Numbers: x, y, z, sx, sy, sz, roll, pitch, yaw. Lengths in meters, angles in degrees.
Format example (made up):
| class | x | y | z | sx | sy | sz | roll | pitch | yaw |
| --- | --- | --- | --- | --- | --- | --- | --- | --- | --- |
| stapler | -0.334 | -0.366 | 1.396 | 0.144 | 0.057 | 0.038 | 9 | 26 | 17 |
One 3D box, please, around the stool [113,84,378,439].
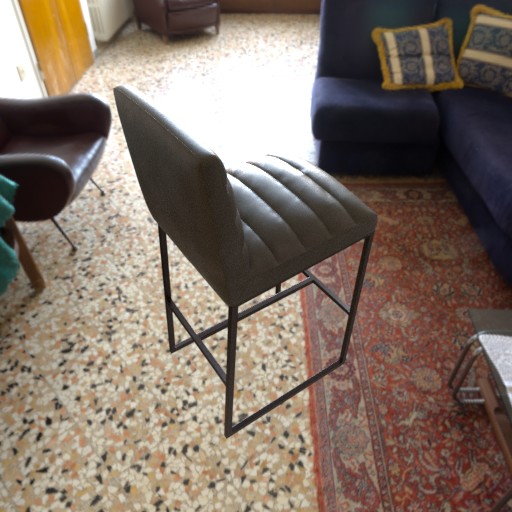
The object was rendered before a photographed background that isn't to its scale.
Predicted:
| class | x | y | z | sx | sy | sz | roll | pitch | yaw |
| --- | --- | --- | --- | --- | --- | --- | --- | --- | --- |
| stool | 0.000 | 0.000 | 1.390 | 0.562 | 1.065 | 0.463 | -24 | 47 | -25 |
